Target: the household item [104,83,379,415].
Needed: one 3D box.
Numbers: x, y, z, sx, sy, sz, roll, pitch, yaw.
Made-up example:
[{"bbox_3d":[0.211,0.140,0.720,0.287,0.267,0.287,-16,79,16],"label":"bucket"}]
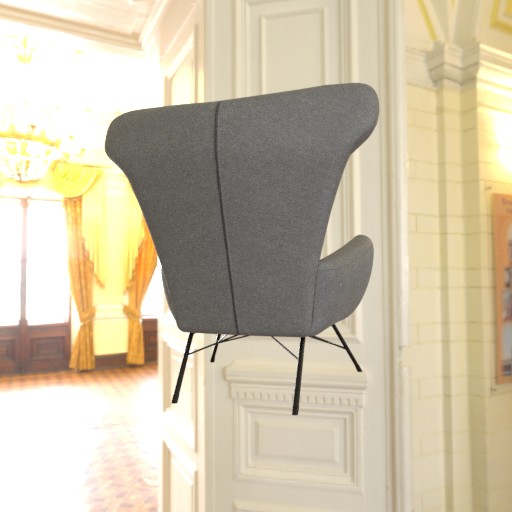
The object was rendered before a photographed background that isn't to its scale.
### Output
[{"bbox_3d":[0.000,0.000,1.773,0.980,1.050,0.900,-1,-2,17],"label":"household item"}]
